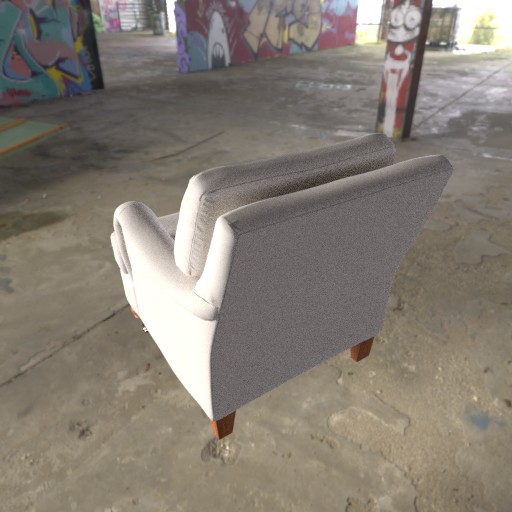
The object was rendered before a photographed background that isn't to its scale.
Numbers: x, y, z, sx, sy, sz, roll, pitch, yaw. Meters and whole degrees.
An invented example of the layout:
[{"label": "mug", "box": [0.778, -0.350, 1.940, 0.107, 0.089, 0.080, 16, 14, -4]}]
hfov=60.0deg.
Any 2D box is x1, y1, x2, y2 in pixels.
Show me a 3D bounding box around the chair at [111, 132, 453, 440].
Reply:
[{"label": "chair", "box": [0.000, 0.000, 1.852, 0.955, 1.038, 1.070, -19, 35, -29]}]
